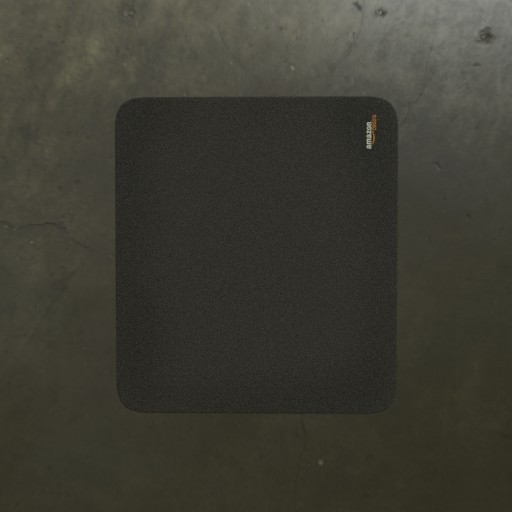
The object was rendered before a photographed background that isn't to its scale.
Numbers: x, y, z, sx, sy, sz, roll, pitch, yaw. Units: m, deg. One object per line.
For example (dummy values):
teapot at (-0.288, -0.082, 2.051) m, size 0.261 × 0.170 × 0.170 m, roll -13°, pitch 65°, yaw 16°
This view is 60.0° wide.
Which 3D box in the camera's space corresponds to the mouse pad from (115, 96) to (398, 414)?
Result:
mouse pad at (0.000, 0.000, 0.321) m, size 0.203 × 0.003 × 0.229 m, roll 0°, pitch 91°, yaw 1°
